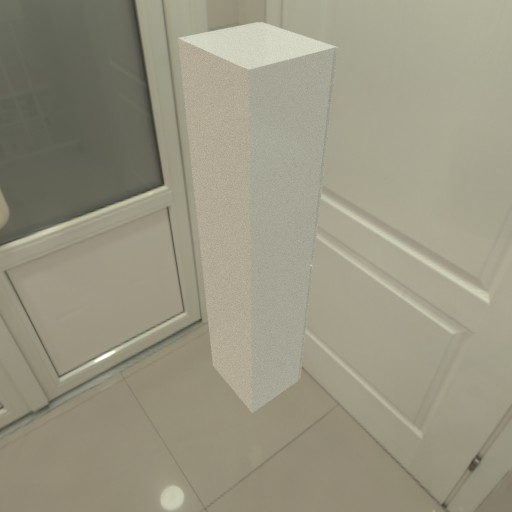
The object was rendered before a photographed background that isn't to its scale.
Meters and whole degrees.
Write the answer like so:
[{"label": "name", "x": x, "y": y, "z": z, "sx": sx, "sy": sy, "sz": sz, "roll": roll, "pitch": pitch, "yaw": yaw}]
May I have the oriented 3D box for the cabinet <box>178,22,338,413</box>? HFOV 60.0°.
[{"label": "cabinet", "x": 0.000, "y": 0.000, "z": 1.555, "sx": 0.270, "sy": 1.400, "sz": 0.300, "roll": -27, "pitch": 48, "yaw": -27}]
